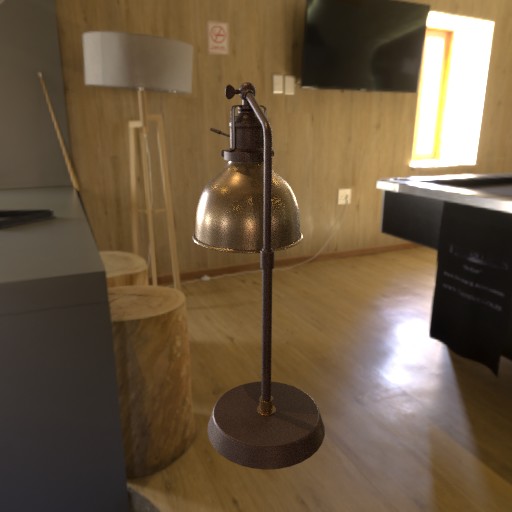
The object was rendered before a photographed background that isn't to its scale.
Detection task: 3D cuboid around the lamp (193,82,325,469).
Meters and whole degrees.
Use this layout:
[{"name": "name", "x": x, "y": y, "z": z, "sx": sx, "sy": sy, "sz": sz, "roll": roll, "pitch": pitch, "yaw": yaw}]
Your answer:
[{"name": "lamp", "x": 0.000, "y": 0.000, "z": 0.627, "sx": 0.175, "sy": 0.469, "sz": 0.298, "roll": -2, "pitch": 16, "yaw": -8}]
